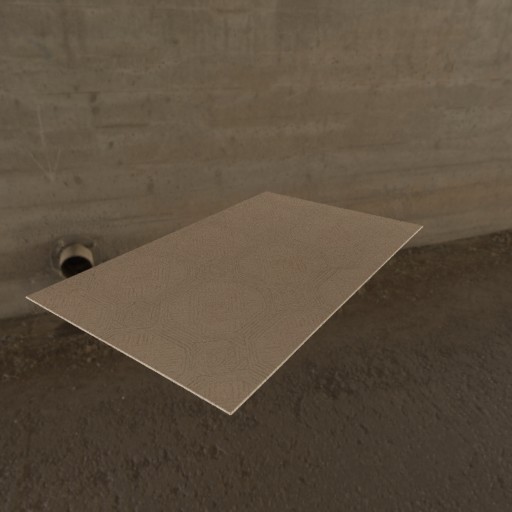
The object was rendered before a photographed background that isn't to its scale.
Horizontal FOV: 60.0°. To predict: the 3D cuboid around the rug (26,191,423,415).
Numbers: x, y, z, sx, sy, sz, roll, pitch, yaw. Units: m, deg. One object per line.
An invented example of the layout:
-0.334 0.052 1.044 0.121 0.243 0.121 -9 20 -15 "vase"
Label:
0.000 0.000 3.047 1.524 0.008 2.440 18 31 32 "rug"
